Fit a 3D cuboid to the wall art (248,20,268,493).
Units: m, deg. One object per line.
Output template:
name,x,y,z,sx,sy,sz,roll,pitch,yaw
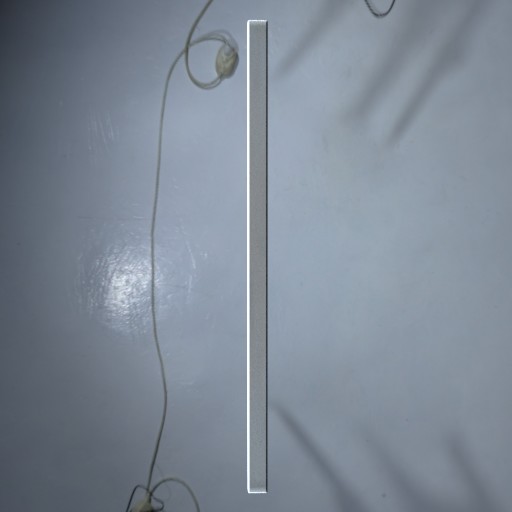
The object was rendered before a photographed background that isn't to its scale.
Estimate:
wall art,0.000,0.000,1.160,0.039,0.609,0.914,0,91,-1
